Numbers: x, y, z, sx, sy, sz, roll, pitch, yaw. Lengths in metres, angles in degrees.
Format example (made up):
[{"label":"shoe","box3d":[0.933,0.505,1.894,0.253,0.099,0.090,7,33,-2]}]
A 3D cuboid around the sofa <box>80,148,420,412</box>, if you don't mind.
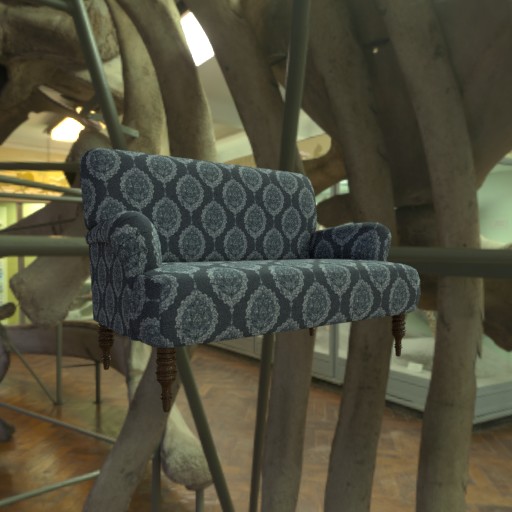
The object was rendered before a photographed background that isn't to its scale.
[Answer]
[{"label":"sofa","box3d":[0.000,0.000,1.824,1.297,0.867,0.779,-1,2,-36]}]
